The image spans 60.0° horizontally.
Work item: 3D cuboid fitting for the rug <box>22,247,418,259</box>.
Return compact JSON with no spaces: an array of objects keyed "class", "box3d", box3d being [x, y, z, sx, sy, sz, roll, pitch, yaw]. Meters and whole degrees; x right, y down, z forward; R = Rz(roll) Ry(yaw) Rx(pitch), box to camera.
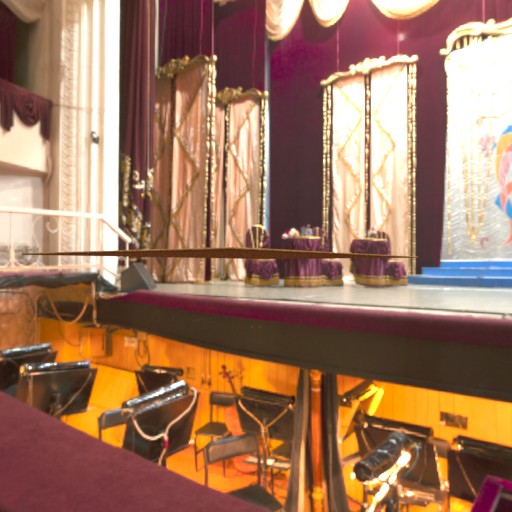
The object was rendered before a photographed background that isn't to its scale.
[{"class":"rug","box3d":[0.000,0.000,3.026,1.511,0.010,2.424,-1,-1,35]}]
